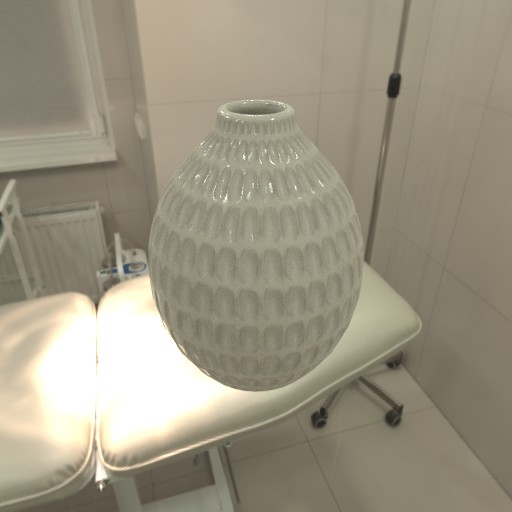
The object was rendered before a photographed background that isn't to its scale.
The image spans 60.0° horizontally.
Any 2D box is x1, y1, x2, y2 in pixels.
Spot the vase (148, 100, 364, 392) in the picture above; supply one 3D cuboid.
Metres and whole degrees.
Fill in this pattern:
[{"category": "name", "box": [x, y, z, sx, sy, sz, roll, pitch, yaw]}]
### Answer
[{"category": "vase", "box": [0.000, 0.000, 0.341, 0.162, 0.223, 0.162, 0, 31, 0]}]
